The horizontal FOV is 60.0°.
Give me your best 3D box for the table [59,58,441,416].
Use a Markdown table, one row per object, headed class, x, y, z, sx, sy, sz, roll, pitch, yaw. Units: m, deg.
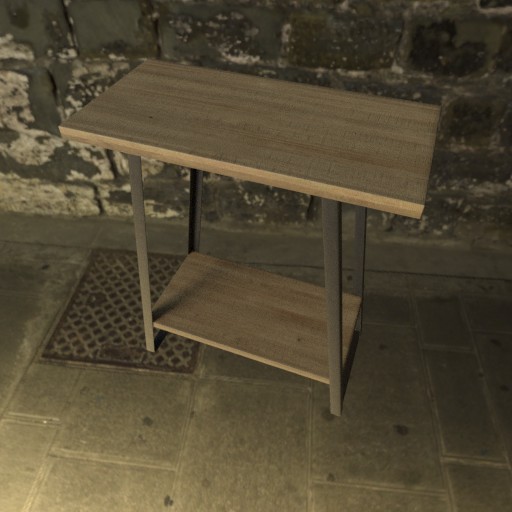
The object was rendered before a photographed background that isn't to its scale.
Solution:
| class | x | y | z | sx | sy | sz | roll | pitch | yaw |
| --- | --- | --- | --- | --- | --- | --- | --- | --- | --- |
| table | 0.000 | 0.000 | 1.021 | 0.599 | 0.701 | 0.300 | 15 | 48 | 14 |
